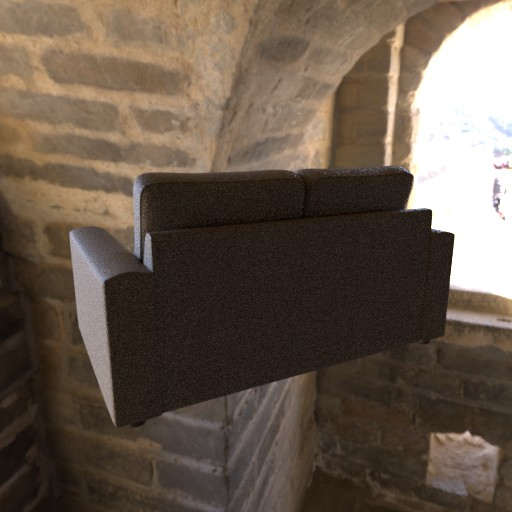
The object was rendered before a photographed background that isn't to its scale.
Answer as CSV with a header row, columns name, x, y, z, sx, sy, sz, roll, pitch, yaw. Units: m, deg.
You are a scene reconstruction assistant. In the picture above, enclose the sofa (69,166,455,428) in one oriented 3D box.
name,x,y,z,sx,sy,sz,roll,pitch,yaw
sofa,0.000,0.000,2.194,1.616,0.873,1.016,-7,16,-27
